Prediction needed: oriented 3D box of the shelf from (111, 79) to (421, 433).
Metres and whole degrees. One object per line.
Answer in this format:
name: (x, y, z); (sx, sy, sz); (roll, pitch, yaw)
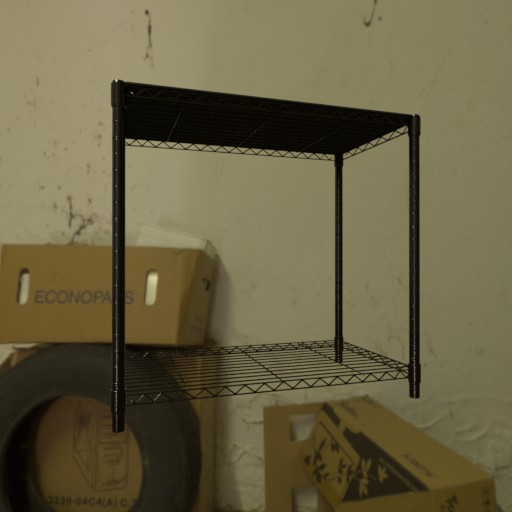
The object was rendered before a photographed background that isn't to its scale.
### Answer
shelf: (0.000, 0.000, 0.950); (0.589, 0.564, 0.338); (0, 0, -18)
